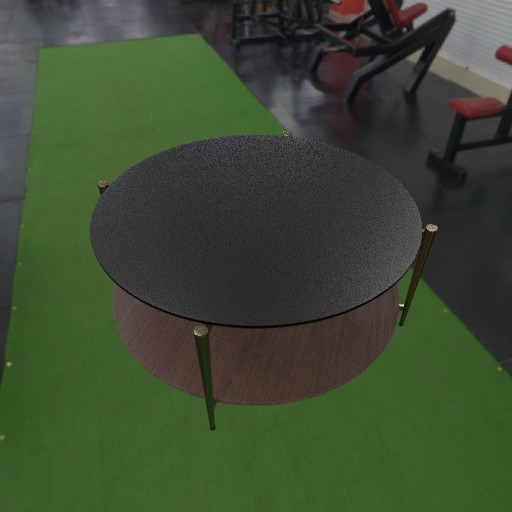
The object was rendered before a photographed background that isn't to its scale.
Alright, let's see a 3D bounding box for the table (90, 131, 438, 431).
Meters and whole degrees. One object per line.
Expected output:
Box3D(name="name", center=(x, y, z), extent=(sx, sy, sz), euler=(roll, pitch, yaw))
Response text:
Box3D(name="table", center=(0.000, 0.000, 1.429), extent=(0.938, 0.400, 0.938), euler=(-11, 41, -12))
